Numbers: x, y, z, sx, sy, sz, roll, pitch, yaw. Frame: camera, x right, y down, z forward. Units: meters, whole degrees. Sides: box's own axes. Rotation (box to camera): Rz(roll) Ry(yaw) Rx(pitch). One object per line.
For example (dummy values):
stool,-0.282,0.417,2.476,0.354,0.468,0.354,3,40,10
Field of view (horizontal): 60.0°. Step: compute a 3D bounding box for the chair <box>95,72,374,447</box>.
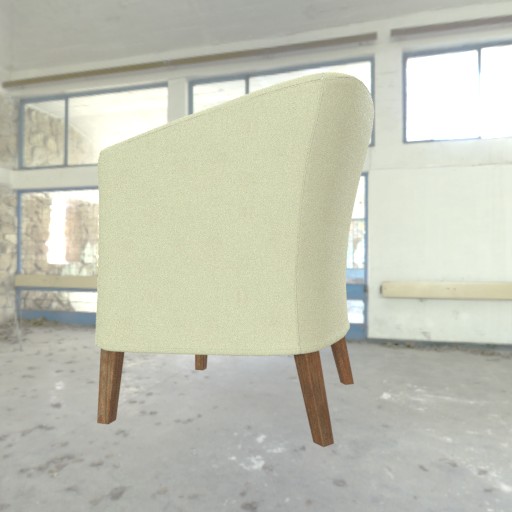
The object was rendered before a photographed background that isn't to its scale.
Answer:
chair,0.000,0.000,1.275,0.657,0.822,0.643,0,-1,17
